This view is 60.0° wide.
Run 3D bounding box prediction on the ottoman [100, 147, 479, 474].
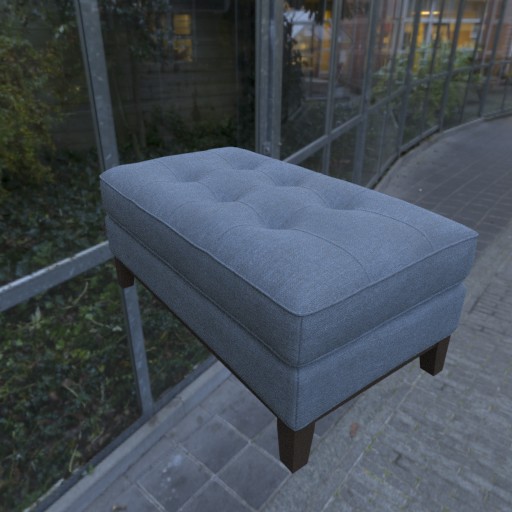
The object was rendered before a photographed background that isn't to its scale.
[{"bbox_3d":[0.000,0.000,1.464,0.648,0.514,1.143,-18,32,-32],"label":"ottoman"}]
